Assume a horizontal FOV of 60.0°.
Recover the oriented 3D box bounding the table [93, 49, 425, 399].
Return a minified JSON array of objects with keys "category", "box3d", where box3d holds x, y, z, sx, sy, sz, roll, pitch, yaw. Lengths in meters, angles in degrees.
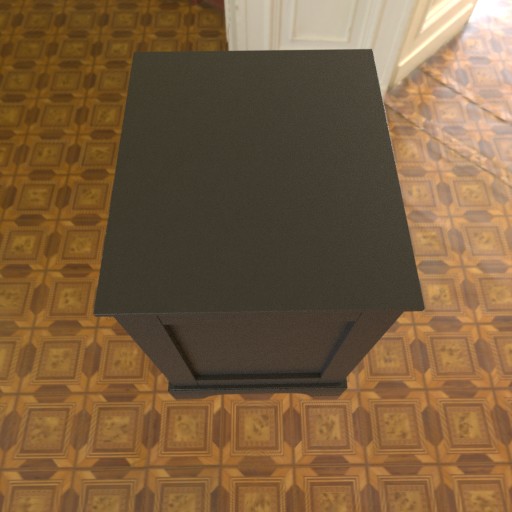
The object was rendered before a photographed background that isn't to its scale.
[{"category":"table","box3d":[0.000,0.000,0.906,0.399,0.610,0.460,-1,63,0]}]
